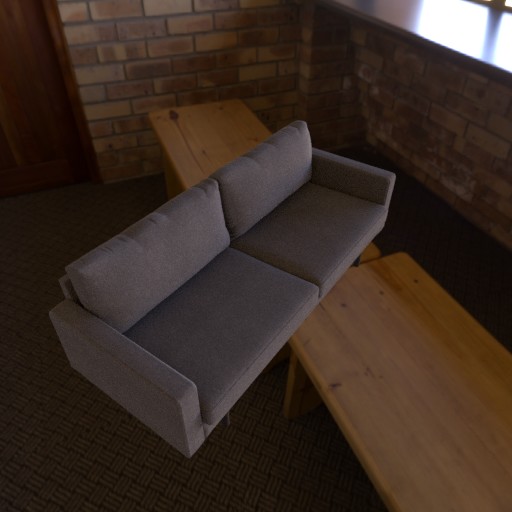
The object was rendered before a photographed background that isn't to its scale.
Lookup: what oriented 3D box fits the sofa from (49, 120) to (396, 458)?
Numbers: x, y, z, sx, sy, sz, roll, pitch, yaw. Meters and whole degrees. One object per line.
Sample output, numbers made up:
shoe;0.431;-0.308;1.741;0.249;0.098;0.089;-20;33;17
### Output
sofa;0.000;0.000;2.608;0.880;0.880;2.100;25;47;26
